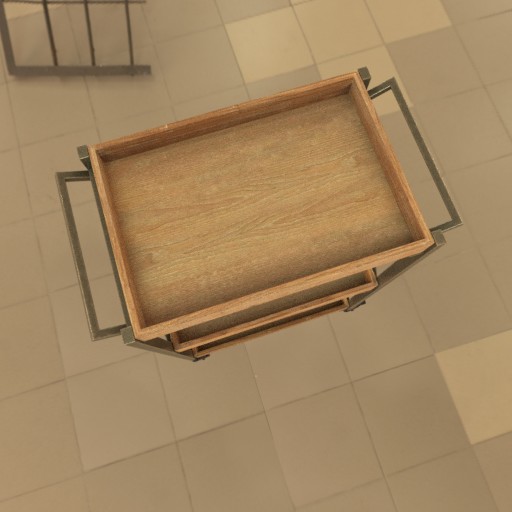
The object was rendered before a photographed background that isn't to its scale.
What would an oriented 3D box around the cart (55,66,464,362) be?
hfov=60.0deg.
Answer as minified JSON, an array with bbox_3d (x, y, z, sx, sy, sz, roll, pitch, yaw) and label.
[{"bbox_3d":[0.000,0.000,1.175,0.673,0.835,0.377,-17,76,-5],"label":"cart"}]
